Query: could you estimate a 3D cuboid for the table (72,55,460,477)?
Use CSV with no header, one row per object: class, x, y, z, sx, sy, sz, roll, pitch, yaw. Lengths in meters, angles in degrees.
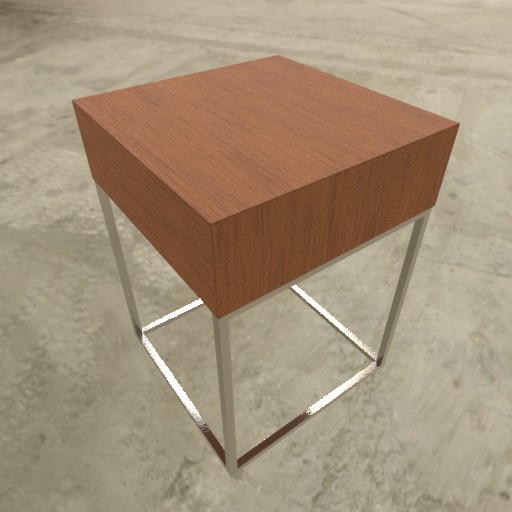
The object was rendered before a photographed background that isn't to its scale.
table,0.000,0.000,0.807,0.398,0.540,0.397,-25,46,-27
